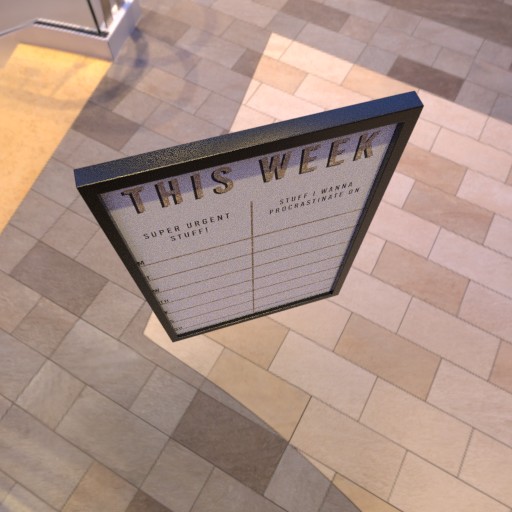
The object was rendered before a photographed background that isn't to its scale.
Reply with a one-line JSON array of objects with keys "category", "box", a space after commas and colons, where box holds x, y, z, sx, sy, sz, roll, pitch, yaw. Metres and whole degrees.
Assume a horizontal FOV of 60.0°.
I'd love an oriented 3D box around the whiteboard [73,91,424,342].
[{"category": "whiteboard", "box": [0.000, 0.000, 0.774, 0.406, 0.611, 0.026, -15, 65, -7]}]
